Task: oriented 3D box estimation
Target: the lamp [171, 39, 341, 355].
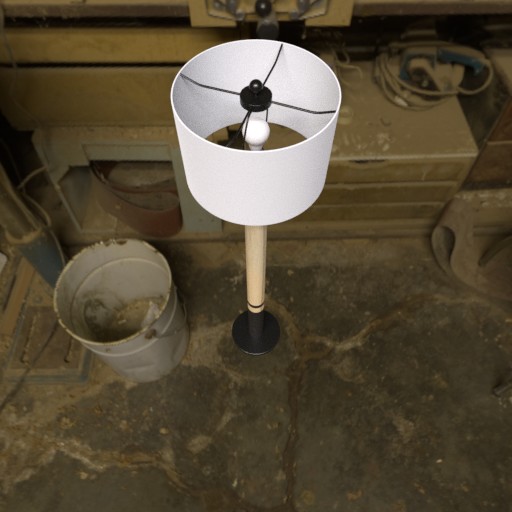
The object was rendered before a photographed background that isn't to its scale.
[{"bbox_3d":[0.000,0.000,1.604,0.381,1.478,0.381,0,59,0],"label":"lamp"}]
